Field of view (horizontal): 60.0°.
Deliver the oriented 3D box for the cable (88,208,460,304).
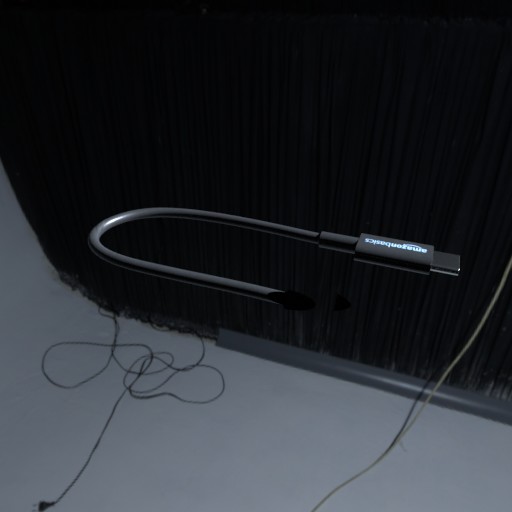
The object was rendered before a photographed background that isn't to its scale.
[{"bbox_3d":[0.000,0.000,0.116,0.098,0.005,0.041,12,33,19],"label":"cable"}]
